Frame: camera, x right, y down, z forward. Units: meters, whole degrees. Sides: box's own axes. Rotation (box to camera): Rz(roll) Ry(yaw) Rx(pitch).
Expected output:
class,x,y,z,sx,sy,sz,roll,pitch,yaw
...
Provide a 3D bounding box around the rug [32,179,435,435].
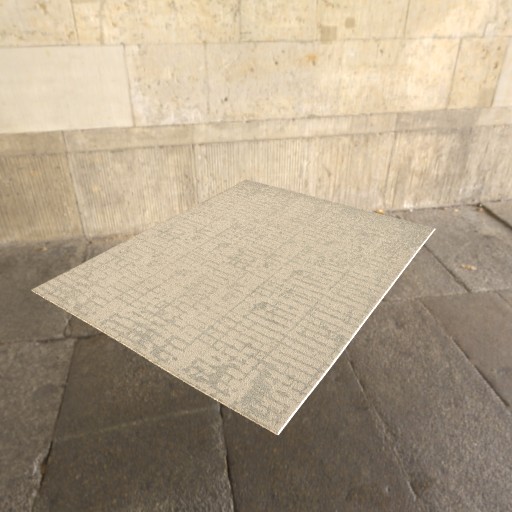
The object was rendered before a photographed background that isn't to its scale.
class,x,y,z,sx,sy,sz,roll,pitch,yaw
rug,0.000,0.000,4.158,2.447,0.014,3.061,20,36,29
